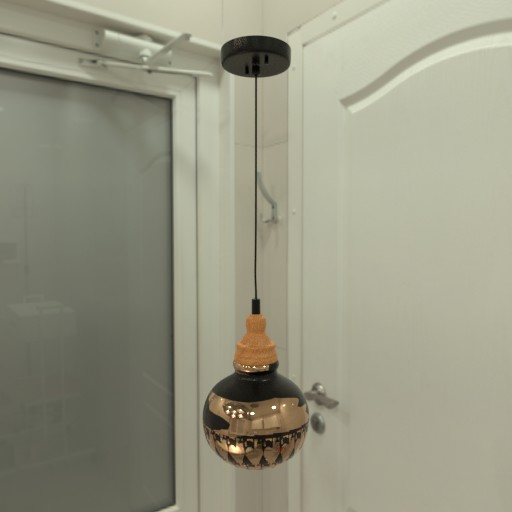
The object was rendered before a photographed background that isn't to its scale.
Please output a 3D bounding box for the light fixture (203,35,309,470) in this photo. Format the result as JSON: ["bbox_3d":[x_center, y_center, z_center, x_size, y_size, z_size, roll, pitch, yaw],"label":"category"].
[{"bbox_3d":[0.000,0.000,1.771,0.430,1.606,0.430,-2,3,-35],"label":"light fixture"}]
